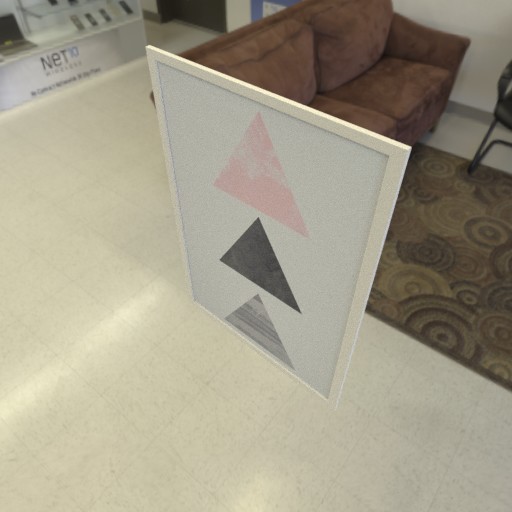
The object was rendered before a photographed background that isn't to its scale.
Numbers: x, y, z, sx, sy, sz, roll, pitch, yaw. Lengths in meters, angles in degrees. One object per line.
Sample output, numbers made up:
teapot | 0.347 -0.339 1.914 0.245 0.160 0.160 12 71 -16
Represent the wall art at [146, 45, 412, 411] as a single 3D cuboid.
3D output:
wall art | 0.000 0.000 1.203 0.659 0.940 0.013 32 54 27
